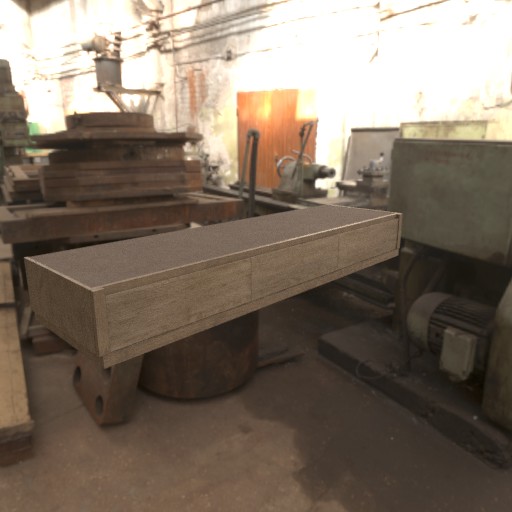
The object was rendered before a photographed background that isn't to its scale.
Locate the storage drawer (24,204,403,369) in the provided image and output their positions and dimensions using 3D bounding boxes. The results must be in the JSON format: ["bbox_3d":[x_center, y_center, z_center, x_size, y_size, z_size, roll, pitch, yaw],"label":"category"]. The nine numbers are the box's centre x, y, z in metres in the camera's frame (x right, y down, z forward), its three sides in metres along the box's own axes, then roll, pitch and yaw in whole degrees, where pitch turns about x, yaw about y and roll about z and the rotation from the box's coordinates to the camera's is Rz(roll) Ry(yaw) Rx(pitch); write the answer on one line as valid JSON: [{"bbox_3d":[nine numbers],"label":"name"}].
[{"bbox_3d":[0.000,0.000,2.337,0.591,0.274,2.072,14,20,42],"label":"storage drawer"}]
